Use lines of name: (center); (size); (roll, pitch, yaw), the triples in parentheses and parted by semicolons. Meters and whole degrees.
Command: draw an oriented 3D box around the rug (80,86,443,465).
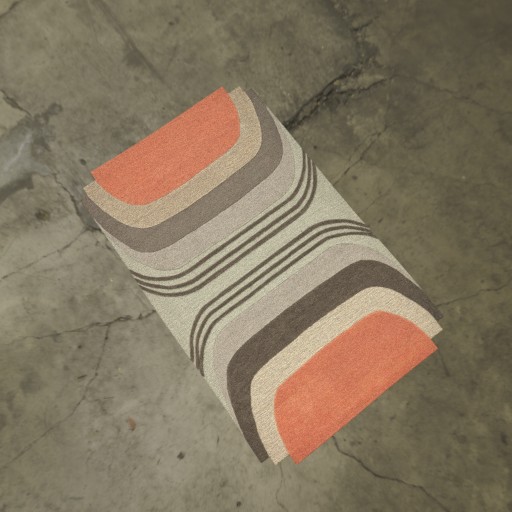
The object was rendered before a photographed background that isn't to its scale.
rug: (0.000, 0.000, 3.068); (1.530, 0.017, 2.446); (-36, 79, -8)
